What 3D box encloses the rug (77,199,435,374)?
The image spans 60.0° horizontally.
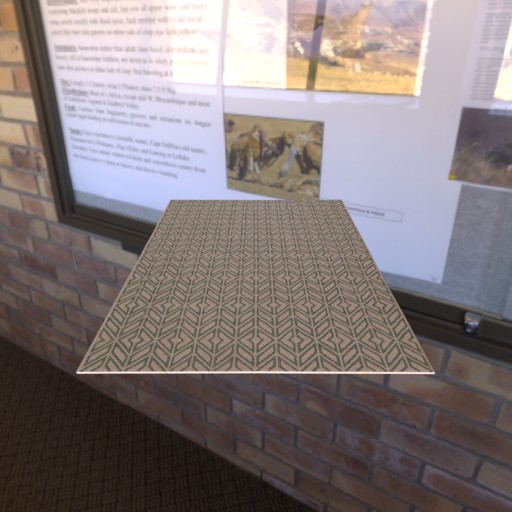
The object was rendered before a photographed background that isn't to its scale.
[{"bbox_3d":[0.000,0.000,2.328,1.220,0.007,1.828,0,26,0],"label":"rug"}]
